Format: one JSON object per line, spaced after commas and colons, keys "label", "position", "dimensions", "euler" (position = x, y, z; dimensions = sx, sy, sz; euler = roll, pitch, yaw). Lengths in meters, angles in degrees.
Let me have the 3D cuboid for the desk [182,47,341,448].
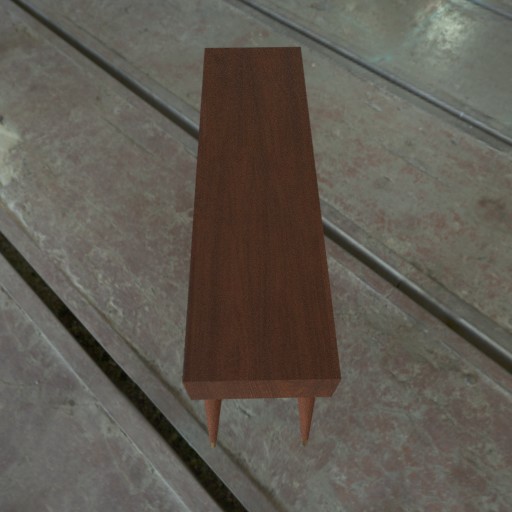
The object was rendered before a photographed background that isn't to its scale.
{"label": "desk", "position": [0.000, 0.000, 1.666], "dimensions": [0.384, 0.917, 1.204], "euler": [-1, 58, -1]}
